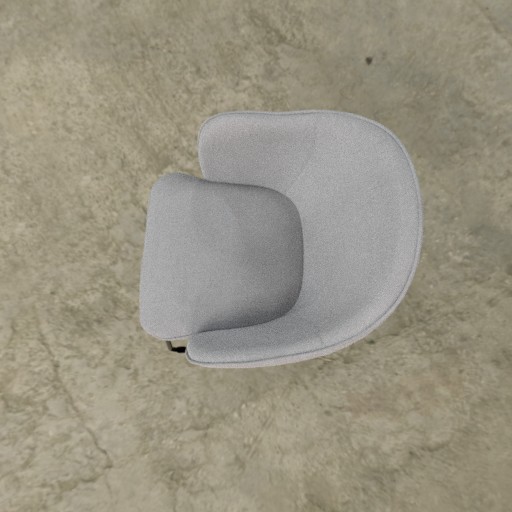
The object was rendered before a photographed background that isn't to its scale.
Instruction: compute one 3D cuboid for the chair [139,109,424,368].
[{"bbox_3d":[0.000,0.000,1.170,0.592,0.817,0.570,1,77,0],"label":"chair"}]
